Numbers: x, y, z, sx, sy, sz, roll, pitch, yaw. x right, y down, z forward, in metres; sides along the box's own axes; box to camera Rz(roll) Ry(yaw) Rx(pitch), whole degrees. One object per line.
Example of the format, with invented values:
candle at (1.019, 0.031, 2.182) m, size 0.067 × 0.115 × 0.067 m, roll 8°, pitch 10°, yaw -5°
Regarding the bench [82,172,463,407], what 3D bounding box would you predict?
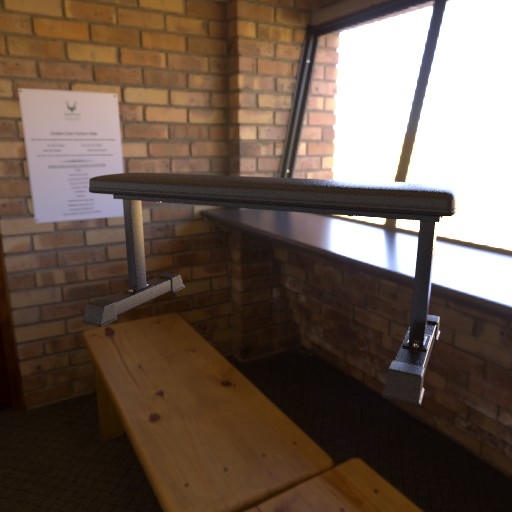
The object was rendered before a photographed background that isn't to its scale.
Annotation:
bench at (0.000, 0.000, 1.310) m, size 1.072 × 0.453 × 0.439 m, roll 7°, pitch 16°, yaw 26°
